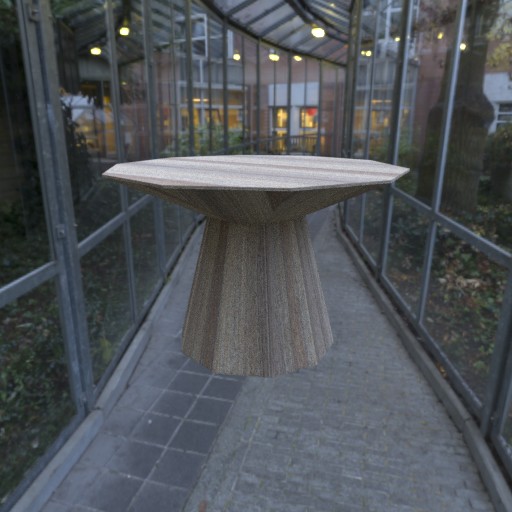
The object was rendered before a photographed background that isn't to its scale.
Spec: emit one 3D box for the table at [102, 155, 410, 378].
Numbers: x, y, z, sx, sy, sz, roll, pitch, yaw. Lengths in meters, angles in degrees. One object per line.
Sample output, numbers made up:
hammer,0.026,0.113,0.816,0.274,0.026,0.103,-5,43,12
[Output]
table,0.000,0.000,1.887,1.186,0.752,1.186,0,17,0
